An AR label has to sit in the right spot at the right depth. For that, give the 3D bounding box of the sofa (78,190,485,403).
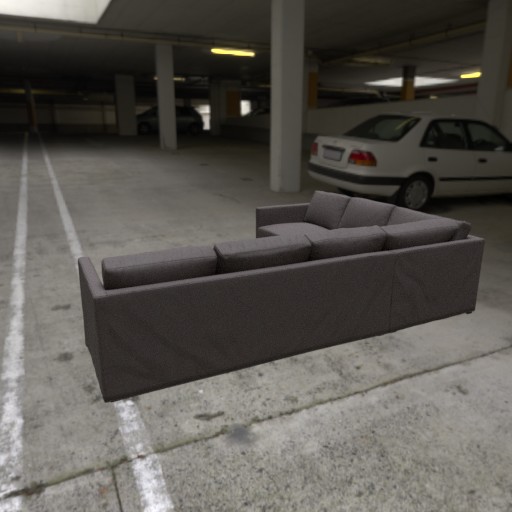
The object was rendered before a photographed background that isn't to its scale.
[{"bbox_3d":[0.000,0.000,4.189,3.182,0.871,2.432,-7,17,-25],"label":"sofa"}]
